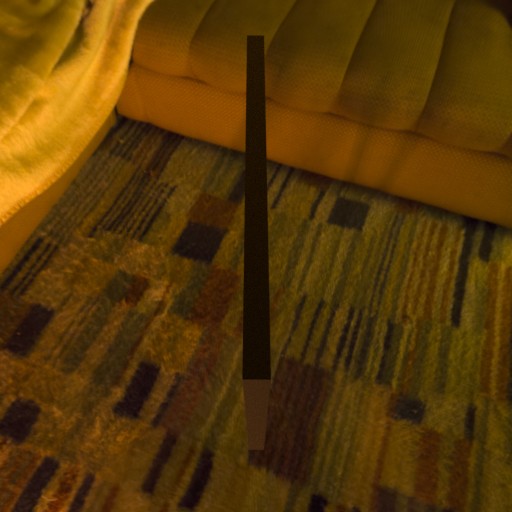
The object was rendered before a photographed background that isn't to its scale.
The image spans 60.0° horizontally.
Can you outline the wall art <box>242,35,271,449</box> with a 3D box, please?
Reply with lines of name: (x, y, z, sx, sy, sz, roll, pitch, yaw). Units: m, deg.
wall art: (0.000, 0.000, 0.771, 0.028, 0.460, 0.561, 0, 59, 0)
